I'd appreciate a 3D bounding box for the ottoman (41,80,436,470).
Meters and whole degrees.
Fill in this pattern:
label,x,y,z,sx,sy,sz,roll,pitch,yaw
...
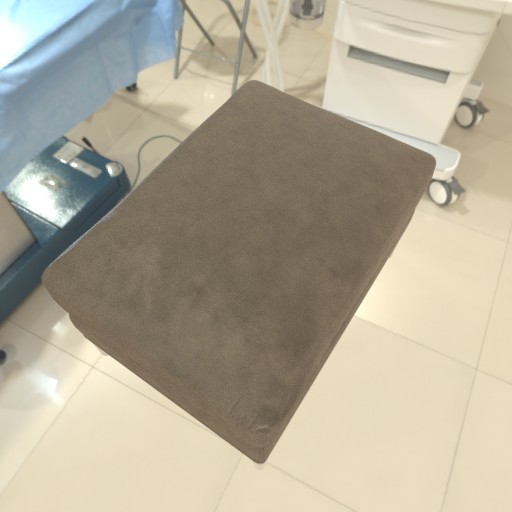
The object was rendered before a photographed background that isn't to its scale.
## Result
label,x,y,z,sx,sy,sz,roll,pitch,yaw
ottoman,0.000,0.000,1.039,0.520,0.456,0.719,30,62,17
